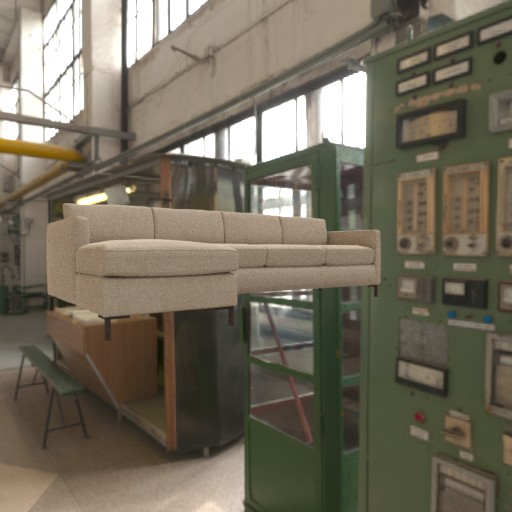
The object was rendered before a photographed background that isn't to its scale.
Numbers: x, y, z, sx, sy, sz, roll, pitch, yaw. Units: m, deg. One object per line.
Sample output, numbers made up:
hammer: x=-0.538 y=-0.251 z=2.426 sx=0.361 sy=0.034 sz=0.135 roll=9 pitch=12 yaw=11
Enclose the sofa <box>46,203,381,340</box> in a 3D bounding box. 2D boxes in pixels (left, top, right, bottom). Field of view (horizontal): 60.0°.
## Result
sofa: x=0.000 y=0.000 z=3.599 sx=2.923 sy=0.816 sz=1.469 roll=0 pitch=1 yaw=-36
